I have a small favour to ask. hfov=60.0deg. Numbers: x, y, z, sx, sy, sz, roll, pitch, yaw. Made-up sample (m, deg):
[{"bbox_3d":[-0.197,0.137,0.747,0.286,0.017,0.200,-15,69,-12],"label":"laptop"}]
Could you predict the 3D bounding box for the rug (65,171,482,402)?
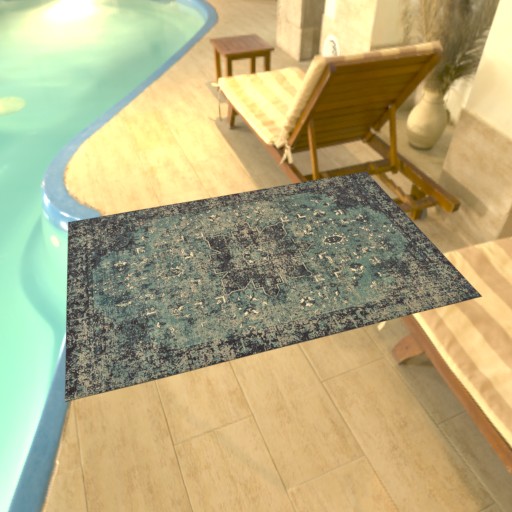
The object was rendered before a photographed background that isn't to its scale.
[{"bbox_3d":[0.000,0.000,2.996,2.440,0.007,1.525,-11,43,-12],"label":"rug"}]
